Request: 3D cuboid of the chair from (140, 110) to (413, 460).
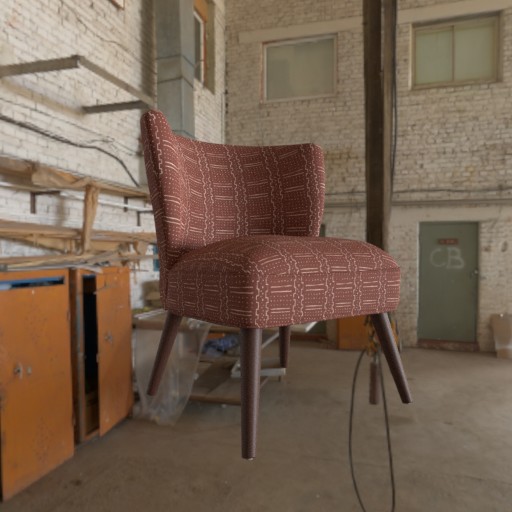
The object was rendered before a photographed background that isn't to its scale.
[{"bbox_3d":[0.000,0.000,1.414,0.706,0.866,0.758,0,0,-38],"label":"chair"}]
